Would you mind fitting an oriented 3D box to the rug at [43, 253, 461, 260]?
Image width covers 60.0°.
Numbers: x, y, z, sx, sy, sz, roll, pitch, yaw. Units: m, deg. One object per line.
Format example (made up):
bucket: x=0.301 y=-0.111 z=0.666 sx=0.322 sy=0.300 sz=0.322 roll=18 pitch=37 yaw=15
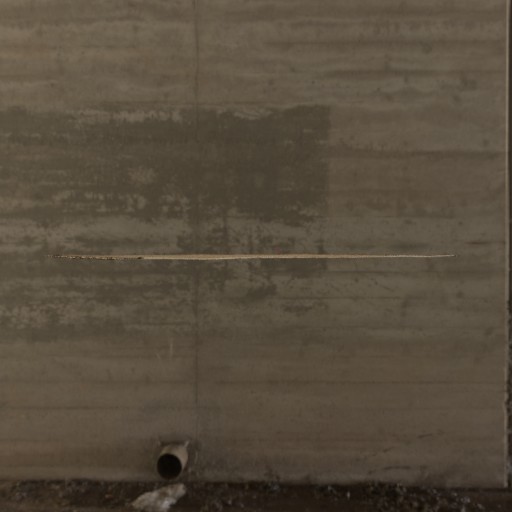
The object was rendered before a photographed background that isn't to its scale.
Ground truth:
rug: x=0.000 y=0.000 z=2.333 sx=1.861 sy=0.017 sz=1.218 roll=0 pitch=1 yaw=-35
